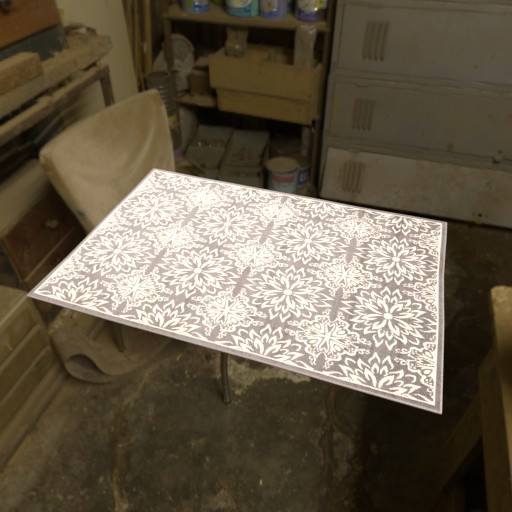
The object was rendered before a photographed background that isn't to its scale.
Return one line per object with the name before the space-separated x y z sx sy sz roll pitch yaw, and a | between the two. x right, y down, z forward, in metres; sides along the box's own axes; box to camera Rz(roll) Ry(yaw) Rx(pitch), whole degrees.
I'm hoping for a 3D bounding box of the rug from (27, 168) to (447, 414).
rug | 0.000 0.000 2.274 1.847 0.012 1.224 13 43 14
